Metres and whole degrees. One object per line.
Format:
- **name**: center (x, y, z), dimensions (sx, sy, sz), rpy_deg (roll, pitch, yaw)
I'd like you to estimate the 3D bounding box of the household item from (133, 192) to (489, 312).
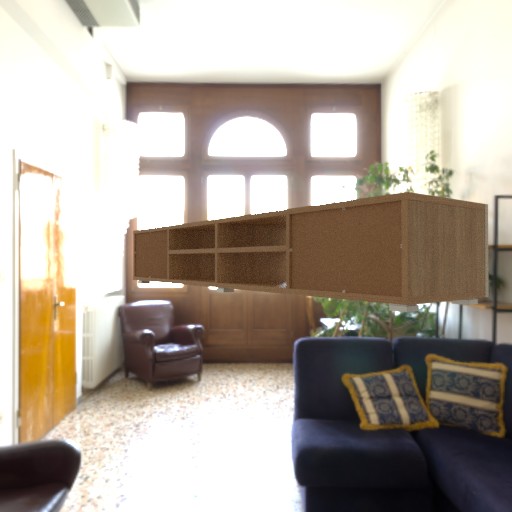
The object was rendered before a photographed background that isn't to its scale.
- **household item**: center (0.000, 0.000, 1.994), dimensions (0.420, 0.310, 1.850), rpy_deg (0, -1, -37)
